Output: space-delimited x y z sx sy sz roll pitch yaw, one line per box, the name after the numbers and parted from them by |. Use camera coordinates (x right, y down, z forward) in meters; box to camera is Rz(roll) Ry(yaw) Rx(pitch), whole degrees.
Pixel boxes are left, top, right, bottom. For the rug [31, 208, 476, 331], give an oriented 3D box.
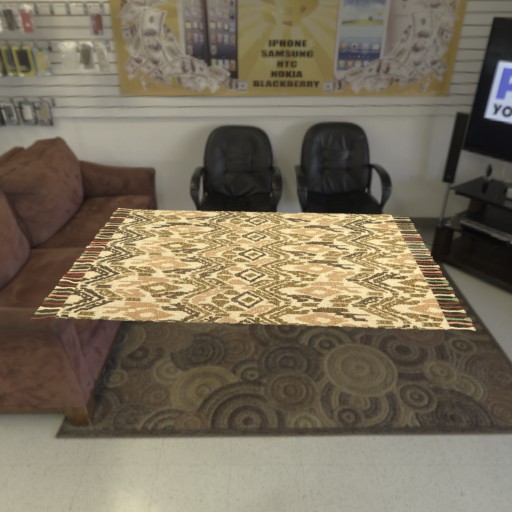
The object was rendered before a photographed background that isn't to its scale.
0.000 0.000 3.053 2.438 0.008 1.524 1 30 2 | rug
